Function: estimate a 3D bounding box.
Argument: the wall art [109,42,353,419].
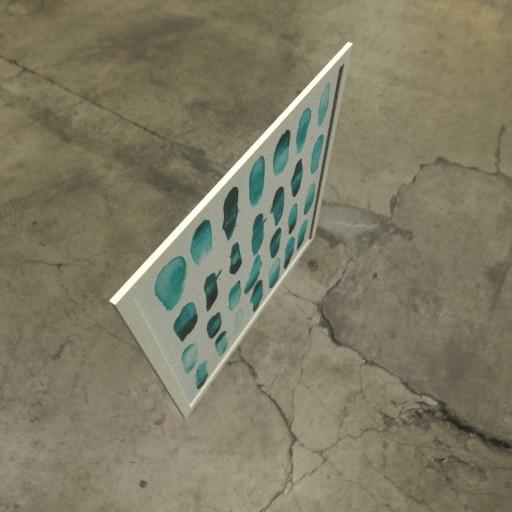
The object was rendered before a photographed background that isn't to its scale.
[{"bbox_3d":[0.000,0.000,1.210,0.013,0.813,0.812,29,62,17],"label":"wall art"}]
